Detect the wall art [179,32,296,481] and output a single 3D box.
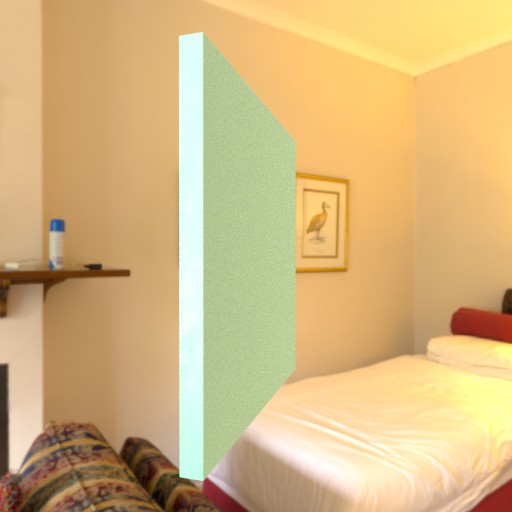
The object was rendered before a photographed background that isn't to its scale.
[{"bbox_3d":[0.000,0.000,0.888,0.036,0.603,0.603,0,0,17],"label":"wall art"}]
